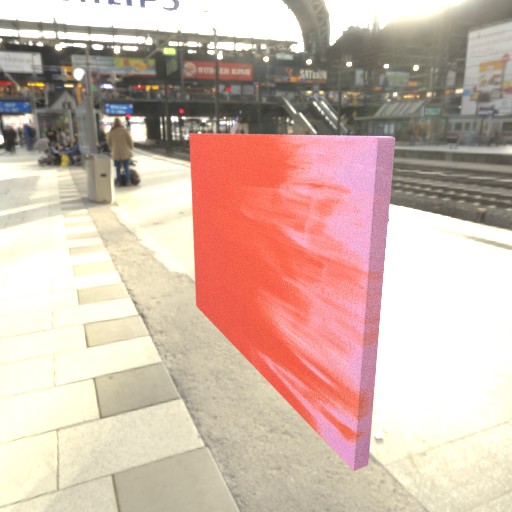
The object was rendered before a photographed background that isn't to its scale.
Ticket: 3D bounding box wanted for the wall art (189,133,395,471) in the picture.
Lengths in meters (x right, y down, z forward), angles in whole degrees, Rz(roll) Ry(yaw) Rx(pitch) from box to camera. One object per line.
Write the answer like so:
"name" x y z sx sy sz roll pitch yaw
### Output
"wall art" 0.000 0.000 1.152 0.040 0.609 0.913 -8 18 -25
